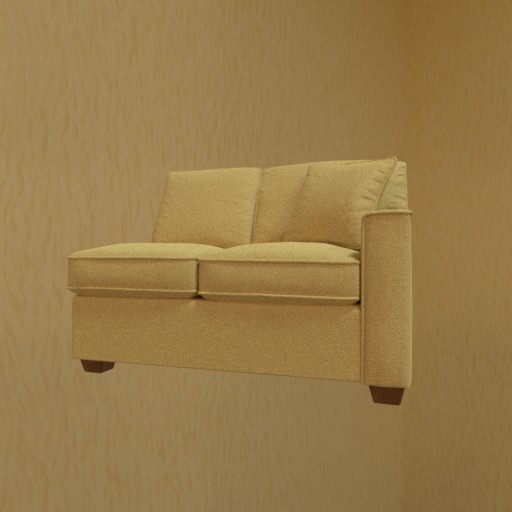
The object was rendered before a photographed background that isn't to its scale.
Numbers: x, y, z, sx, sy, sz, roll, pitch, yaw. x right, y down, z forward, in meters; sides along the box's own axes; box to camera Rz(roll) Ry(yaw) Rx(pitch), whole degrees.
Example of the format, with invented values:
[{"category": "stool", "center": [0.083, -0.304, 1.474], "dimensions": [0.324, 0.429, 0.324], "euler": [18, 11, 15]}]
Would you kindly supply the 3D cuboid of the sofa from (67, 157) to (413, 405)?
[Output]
[{"category": "sofa", "center": [0.000, 0.000, 2.086], "dimensions": [1.388, 0.989, 0.991], "euler": [0, 0, 19]}]
